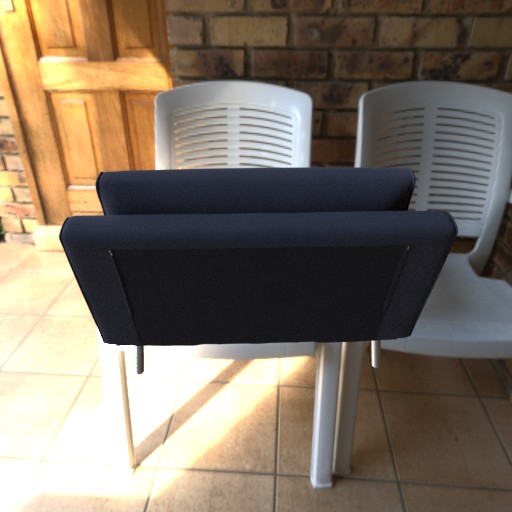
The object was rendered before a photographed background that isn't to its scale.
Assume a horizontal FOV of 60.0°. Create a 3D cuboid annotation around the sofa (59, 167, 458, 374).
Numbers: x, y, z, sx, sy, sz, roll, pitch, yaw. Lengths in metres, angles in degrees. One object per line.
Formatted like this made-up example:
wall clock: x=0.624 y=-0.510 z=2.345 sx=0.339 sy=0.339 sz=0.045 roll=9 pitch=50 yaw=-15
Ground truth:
sofa: x=0.000 y=0.000 z=1.876 sx=1.220 sy=0.910 sz=0.910 roll=-1 pitch=29 yaw=-2
